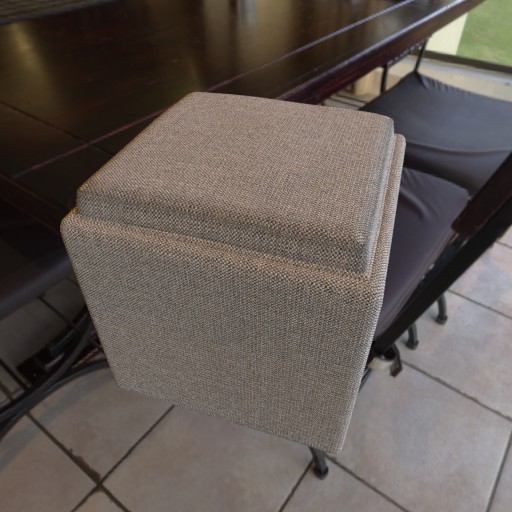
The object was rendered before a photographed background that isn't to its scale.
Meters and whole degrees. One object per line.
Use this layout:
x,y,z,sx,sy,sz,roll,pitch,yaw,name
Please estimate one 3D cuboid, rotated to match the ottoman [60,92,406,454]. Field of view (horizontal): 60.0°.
0.000,0.000,0.838,0.454,0.487,0.436,12,43,13,ottoman
